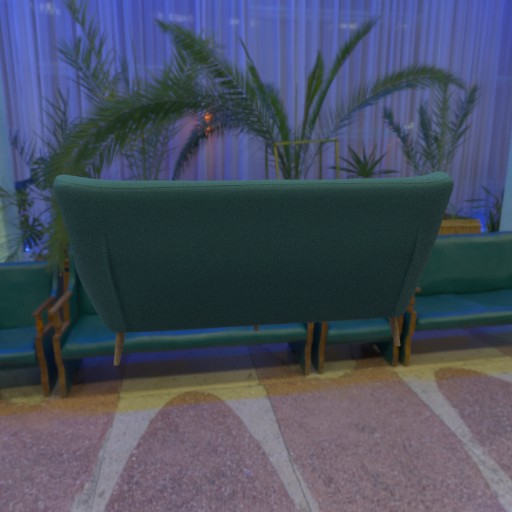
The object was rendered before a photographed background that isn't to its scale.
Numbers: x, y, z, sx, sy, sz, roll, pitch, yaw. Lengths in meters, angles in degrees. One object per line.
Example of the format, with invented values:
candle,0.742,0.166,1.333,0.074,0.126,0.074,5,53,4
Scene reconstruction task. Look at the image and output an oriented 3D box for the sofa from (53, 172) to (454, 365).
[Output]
sofa,0.000,0.000,2.356,1.930,0.890,0.889,-2,14,-8
